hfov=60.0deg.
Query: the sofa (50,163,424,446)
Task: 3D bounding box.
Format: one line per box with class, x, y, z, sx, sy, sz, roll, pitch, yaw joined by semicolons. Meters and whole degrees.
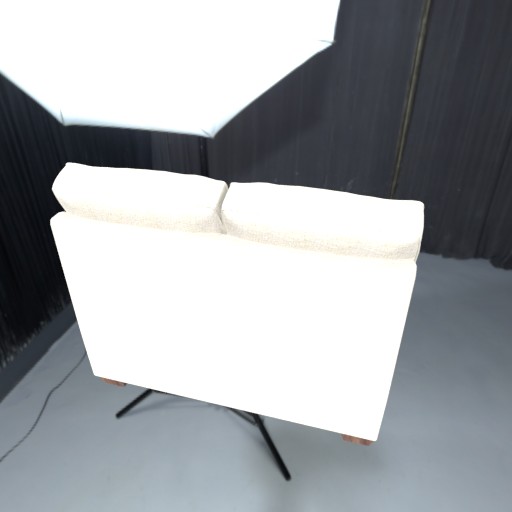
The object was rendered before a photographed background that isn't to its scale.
sofa;0.000;0.000;1.965;1.232;1.006;0.978;8;33;13
